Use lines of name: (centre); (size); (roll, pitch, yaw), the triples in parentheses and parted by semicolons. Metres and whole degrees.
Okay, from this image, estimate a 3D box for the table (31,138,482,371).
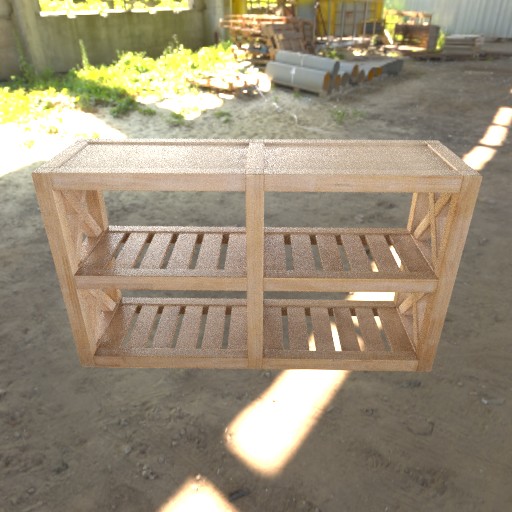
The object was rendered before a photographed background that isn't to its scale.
table: (0.000, 0.000, 1.635); (1.320, 0.762, 0.381); (1, 30, 1)
